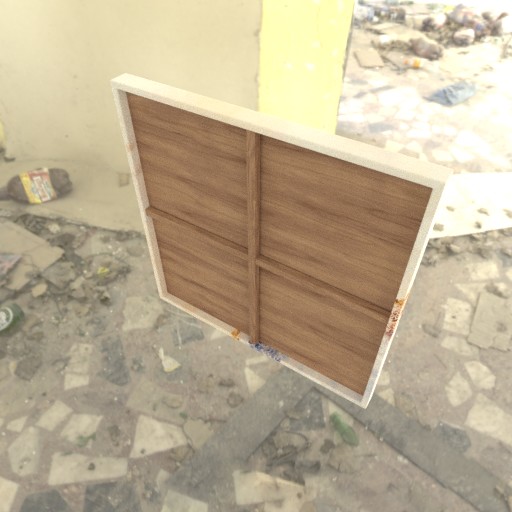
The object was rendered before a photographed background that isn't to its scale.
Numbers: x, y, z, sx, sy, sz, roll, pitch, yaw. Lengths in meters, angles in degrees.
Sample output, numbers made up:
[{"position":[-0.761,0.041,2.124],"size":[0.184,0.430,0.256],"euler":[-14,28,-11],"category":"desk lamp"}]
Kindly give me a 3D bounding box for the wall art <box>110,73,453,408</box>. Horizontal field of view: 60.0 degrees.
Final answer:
[{"position":[0.000,0.000,1.593],"size":[1.061,1.061,0.071],"euler":[24,49,23],"category":"wall art"}]
